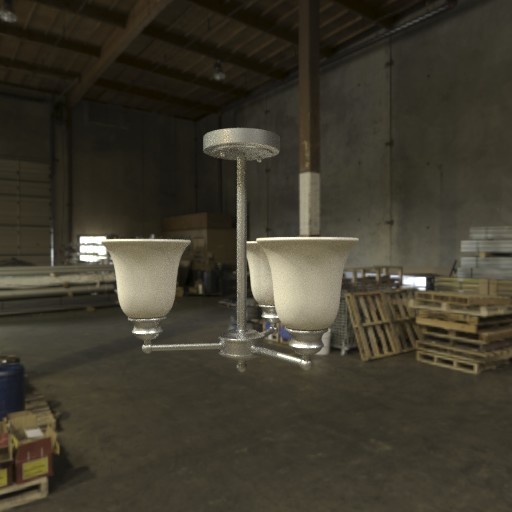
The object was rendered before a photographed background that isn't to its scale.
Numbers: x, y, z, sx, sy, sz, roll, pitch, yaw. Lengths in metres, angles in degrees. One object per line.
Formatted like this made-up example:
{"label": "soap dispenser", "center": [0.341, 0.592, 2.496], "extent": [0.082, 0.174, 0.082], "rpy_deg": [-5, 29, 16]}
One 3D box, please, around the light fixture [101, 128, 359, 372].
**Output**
{"label": "light fixture", "center": [0.000, 0.000, 0.673], "extent": [0.388, 0.370, 0.354], "rpy_deg": [-1, 1, -38]}
